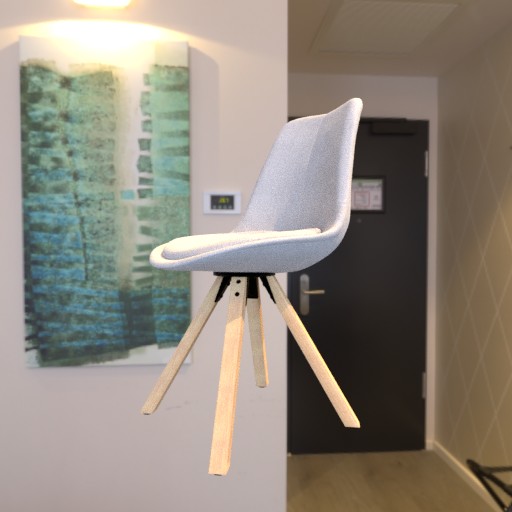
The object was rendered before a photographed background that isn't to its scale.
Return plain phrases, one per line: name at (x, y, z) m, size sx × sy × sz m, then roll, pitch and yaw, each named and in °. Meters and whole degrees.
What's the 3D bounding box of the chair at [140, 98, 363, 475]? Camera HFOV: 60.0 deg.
chair at (0.000, 0.000, 1.184) m, size 0.549 × 0.863 × 0.474 m, roll -1°, pitch 2°, yaw -35°
